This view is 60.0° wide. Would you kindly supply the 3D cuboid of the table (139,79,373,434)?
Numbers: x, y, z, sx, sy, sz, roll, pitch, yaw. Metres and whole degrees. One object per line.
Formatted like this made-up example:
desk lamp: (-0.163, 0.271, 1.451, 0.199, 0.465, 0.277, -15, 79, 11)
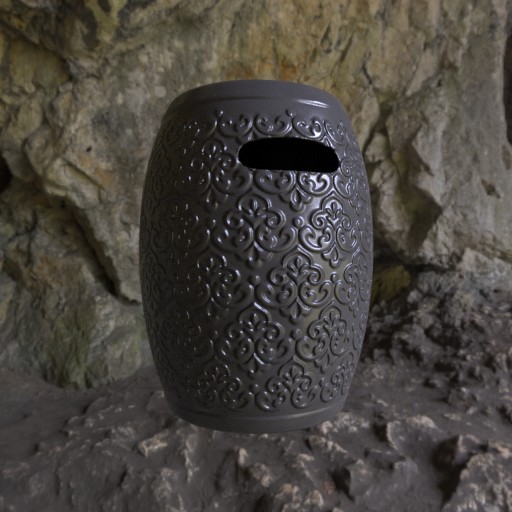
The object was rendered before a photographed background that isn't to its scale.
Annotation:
table: (0.000, 0.000, 0.605, 0.309, 0.397, 0.309, 0, 1, 0)
